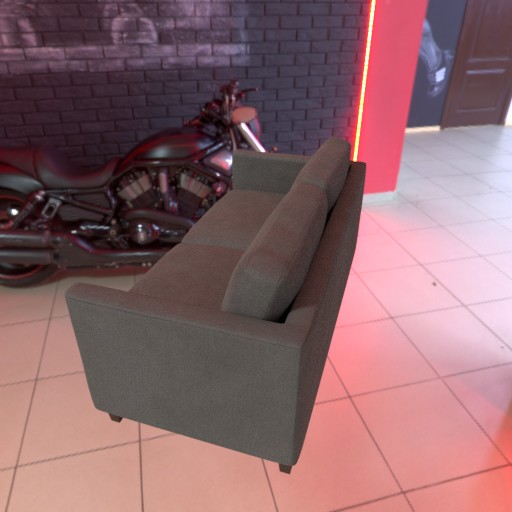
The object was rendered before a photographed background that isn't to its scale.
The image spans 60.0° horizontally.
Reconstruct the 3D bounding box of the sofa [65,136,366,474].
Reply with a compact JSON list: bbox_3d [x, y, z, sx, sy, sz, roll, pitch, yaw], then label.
[{"bbox_3d":[0.000,0.000,2.413,0.950,0.963,1.884,10,32,16],"label":"sofa"}]
